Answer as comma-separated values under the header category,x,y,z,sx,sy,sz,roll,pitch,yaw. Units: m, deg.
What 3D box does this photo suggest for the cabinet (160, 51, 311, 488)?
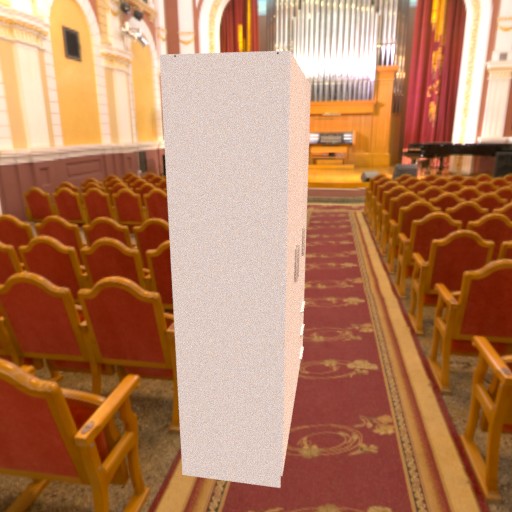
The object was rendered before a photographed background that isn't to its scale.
category,x,y,z,sx,sy,sz,roll,pitch,yaw
cabinet,0.000,0.000,2.497,0.510,1.910,1.290,3,16,10
